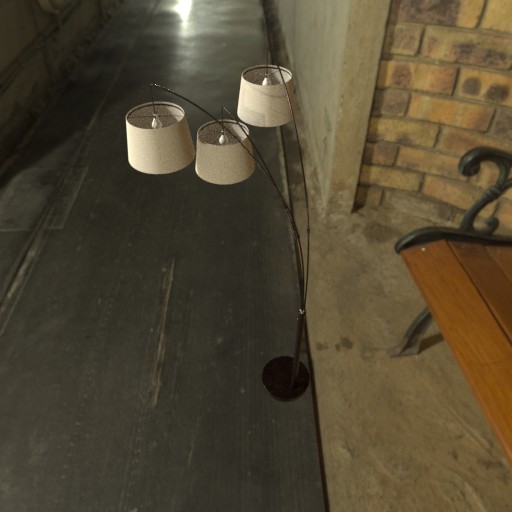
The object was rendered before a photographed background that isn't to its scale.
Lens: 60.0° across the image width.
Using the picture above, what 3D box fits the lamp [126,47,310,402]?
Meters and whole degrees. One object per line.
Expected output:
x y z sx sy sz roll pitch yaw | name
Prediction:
0.000 0.000 2.496 0.951 1.950 0.924 -30 52 -27 | lamp
